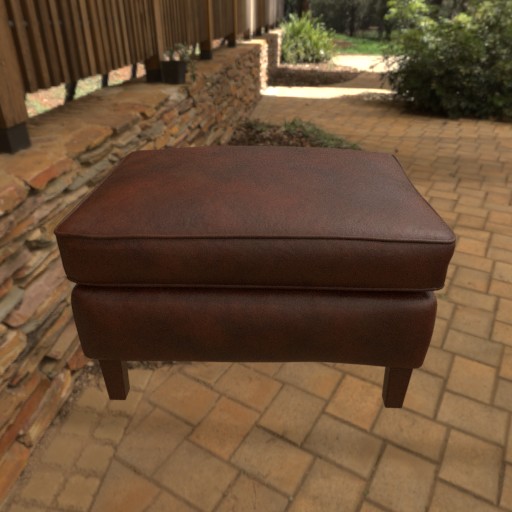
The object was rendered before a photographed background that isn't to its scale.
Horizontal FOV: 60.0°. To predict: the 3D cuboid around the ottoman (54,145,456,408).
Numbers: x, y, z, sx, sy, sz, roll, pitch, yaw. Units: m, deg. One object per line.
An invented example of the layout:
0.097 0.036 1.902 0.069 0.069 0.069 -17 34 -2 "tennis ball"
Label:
0.000 0.000 0.972 0.665 0.432 0.501 1 30 2 "ottoman"
